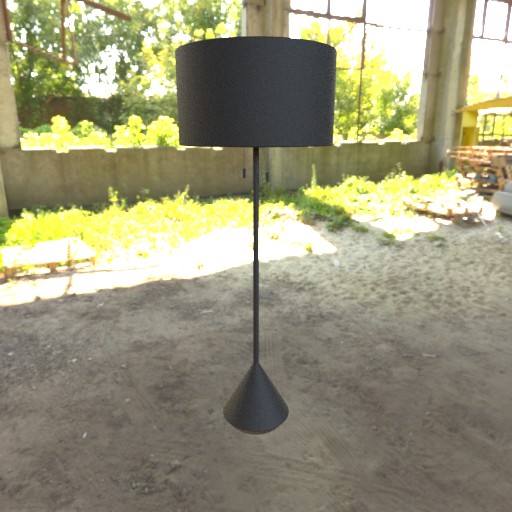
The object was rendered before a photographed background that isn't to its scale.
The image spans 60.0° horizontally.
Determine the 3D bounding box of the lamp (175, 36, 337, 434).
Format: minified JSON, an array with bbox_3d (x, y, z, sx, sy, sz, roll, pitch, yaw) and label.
[{"bbox_3d":[0.000,0.000,1.809,0.580,1.526,0.580,8,17,27],"label":"lamp"}]
